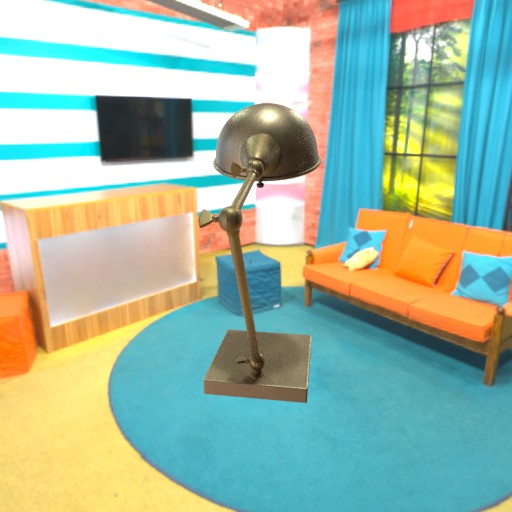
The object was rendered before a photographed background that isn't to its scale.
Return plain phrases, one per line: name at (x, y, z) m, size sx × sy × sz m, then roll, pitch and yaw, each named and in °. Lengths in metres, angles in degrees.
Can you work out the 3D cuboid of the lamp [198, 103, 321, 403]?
lamp at (0.000, 0.000, 0.554) m, size 0.149 × 0.371 × 0.339 m, roll 2°, pitch 17°, yaw 8°
